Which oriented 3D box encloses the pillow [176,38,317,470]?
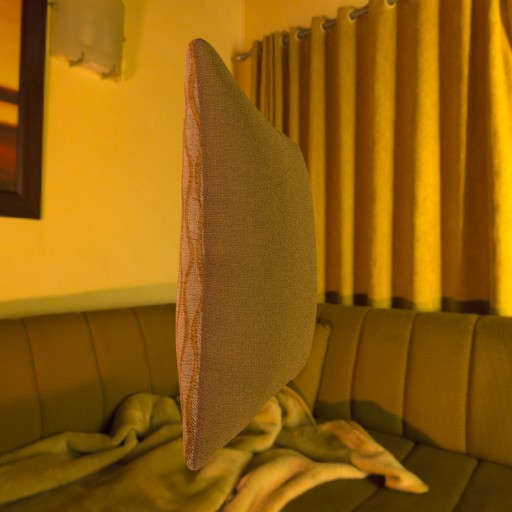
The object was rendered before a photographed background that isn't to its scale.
[{"bbox_3d":[0.000,0.000,0.642,0.159,0.436,0.429,0,-1,18],"label":"pillow"}]
